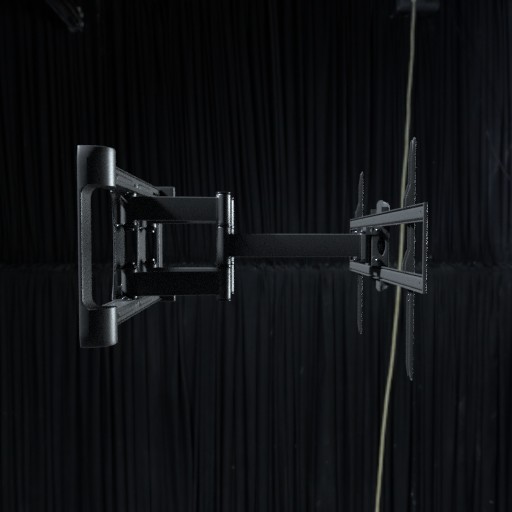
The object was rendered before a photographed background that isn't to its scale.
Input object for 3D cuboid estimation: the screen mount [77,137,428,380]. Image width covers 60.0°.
[{"bbox_3d":[0.000,0.000,1.121,0.644,0.491,0.661,0,2,0],"label":"screen mount"}]
